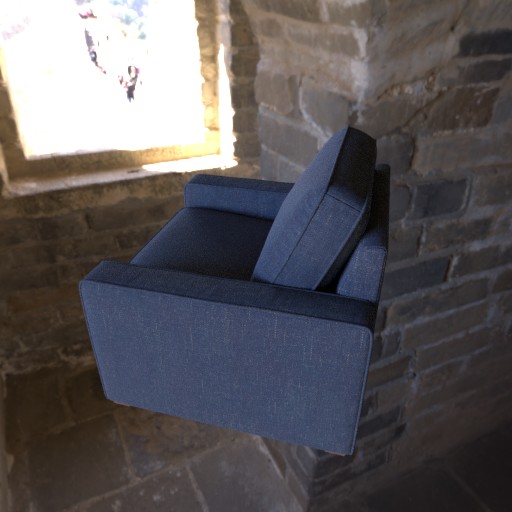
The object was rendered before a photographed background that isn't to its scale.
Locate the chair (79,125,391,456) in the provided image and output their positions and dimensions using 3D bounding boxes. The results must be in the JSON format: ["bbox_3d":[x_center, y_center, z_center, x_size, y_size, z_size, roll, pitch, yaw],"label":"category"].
[{"bbox_3d":[0.000,0.000,1.759,0.940,0.919,1.017,8,32,13],"label":"chair"}]
